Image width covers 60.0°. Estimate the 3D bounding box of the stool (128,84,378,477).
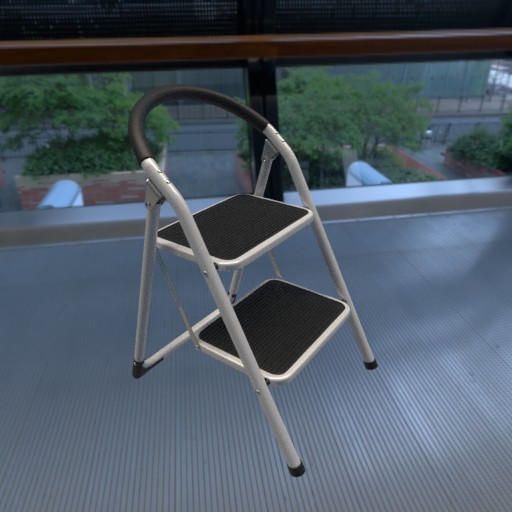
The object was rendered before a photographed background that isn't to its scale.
[{"bbox_3d":[0.000,0.000,1.097,0.559,0.760,0.453,18,33,31],"label":"stool"}]
